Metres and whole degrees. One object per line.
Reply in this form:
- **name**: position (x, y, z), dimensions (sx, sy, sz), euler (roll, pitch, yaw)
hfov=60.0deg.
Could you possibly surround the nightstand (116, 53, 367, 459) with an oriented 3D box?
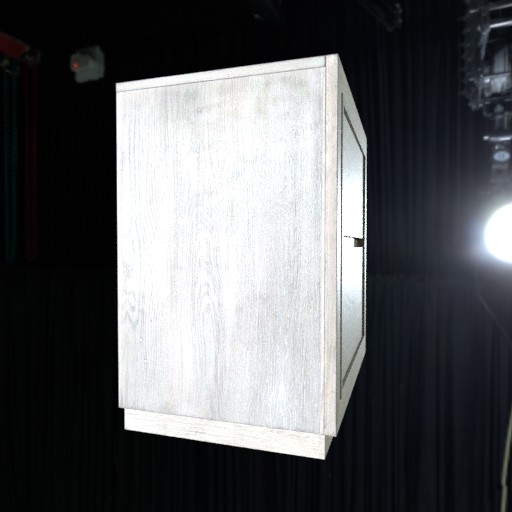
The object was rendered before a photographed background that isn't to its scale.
- **nightstand**: position (0.000, 0.000, 1.088), dimensions (0.483, 0.673, 0.612), euler (0, 2, 18)
